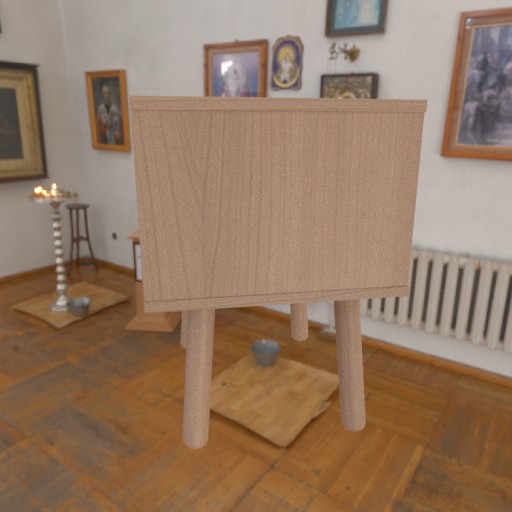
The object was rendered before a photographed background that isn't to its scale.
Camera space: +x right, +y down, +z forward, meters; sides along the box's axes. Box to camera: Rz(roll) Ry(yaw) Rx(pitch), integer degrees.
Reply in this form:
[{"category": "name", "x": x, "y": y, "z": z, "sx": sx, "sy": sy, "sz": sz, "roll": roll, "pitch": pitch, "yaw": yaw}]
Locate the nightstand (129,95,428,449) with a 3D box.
[{"category": "nightstand", "x": 0.000, "y": 0.000, "z": 0.835, "sx": 0.380, "sy": 0.530, "sz": 0.450, "roll": -3, "pitch": 16, "yaw": -9}]
